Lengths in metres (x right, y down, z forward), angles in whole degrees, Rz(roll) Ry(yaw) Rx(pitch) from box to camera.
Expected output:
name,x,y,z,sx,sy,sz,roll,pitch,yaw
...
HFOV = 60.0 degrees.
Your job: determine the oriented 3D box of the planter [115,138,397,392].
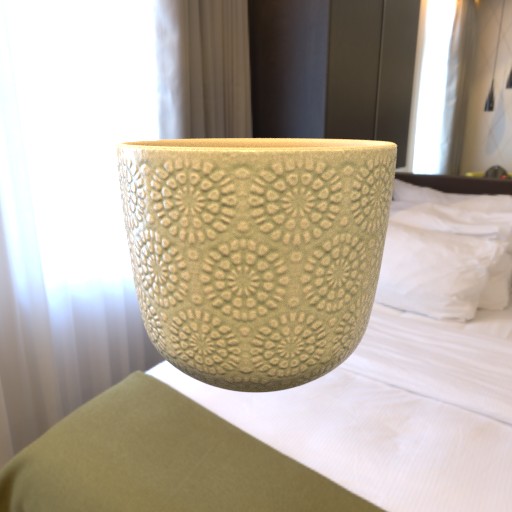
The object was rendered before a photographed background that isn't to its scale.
name,x,y,z,sx,sy,sz,roll,pitch,yaw
planter,0.000,0.000,0.218,0.124,0.109,0.124,0,16,0
